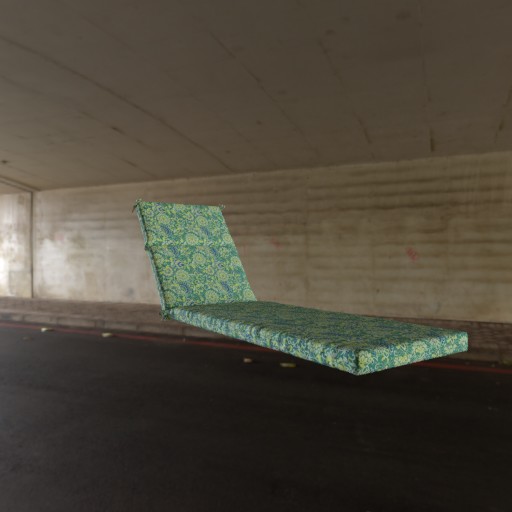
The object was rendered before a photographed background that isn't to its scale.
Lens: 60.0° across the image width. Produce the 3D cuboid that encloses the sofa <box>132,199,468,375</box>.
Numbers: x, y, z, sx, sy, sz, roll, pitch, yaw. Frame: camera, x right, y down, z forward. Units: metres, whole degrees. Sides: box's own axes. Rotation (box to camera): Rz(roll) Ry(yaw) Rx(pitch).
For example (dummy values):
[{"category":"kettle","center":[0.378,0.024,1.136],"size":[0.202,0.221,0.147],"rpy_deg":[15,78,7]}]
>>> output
[{"category":"sofa","center":[0.000,0.000,1.948],"size":[0.582,0.622,1.663],"rpy_deg":[0,1,-35]}]
